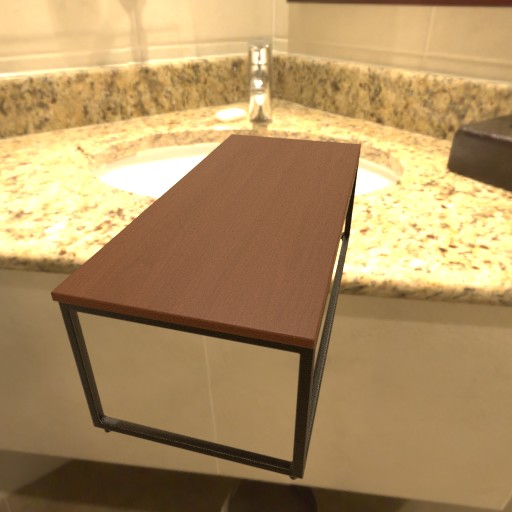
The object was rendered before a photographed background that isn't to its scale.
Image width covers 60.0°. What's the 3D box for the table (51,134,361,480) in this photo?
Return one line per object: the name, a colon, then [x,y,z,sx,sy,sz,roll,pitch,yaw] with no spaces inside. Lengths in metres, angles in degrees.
table: [0.000,0.000,1.332,0.500,0.400,1.100,8,32,13]
